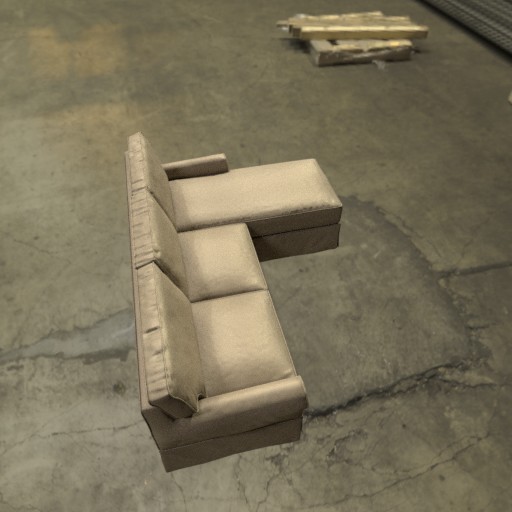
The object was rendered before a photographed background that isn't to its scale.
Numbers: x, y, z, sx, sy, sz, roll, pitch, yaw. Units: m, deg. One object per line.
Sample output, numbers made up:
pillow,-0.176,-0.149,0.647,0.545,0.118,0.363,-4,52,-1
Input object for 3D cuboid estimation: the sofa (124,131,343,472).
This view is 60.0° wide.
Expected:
sofa,0.000,0.000,3.307,1.733,0.978,2.475,-10,47,-9
